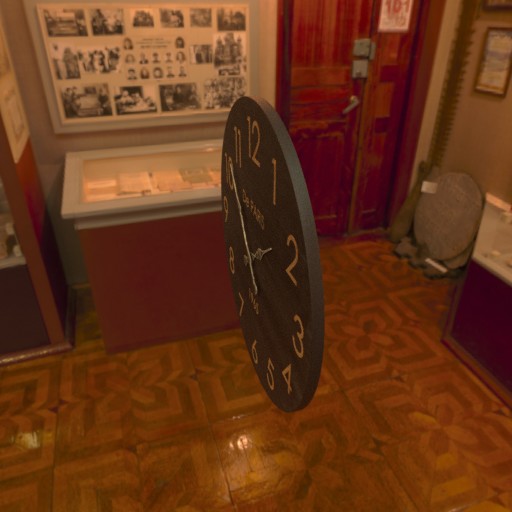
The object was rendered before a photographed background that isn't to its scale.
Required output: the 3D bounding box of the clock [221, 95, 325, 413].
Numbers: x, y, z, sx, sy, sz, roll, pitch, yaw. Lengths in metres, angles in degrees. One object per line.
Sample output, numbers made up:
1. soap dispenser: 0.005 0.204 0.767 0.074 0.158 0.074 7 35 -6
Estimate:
1. clock: 0.000 0.000 0.876 0.029 0.595 0.595 -8 31 -14
